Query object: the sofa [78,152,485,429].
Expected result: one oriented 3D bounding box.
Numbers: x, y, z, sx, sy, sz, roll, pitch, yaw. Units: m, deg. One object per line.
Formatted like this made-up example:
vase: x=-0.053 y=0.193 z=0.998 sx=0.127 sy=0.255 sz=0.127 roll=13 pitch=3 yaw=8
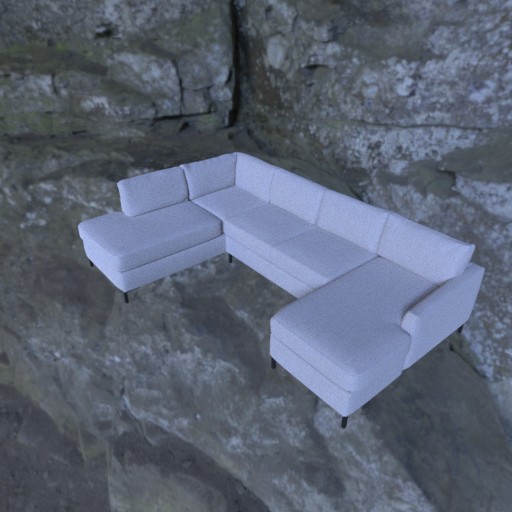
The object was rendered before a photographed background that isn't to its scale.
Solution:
sofa: x=0.000 y=0.000 z=3.783 sx=1.989 sy=0.862 sz=2.984 roll=-23 pitch=38 yaw=-33
